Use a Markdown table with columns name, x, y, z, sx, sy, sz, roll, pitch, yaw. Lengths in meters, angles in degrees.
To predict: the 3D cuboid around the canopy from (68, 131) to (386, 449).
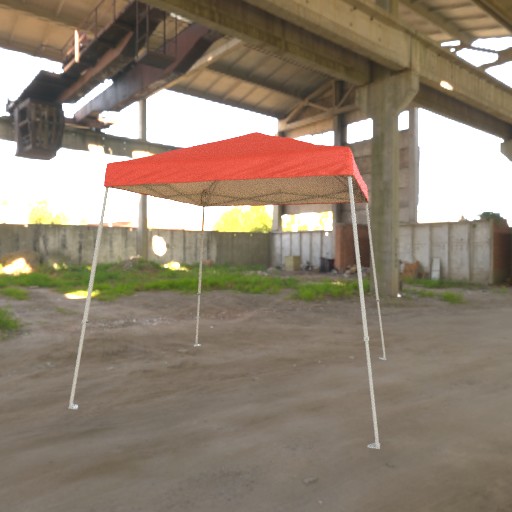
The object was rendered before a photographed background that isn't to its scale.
| name | x | y | z | sx | sy | sz | roll | pitch | yaw |
| --- | --- | --- | --- | --- | --- | --- | --- | --- | --- |
| canopy | 0.000 | 0.000 | 5.112 | 2.850 | 2.850 | 2.849 | 0 | 1 | 17 |
